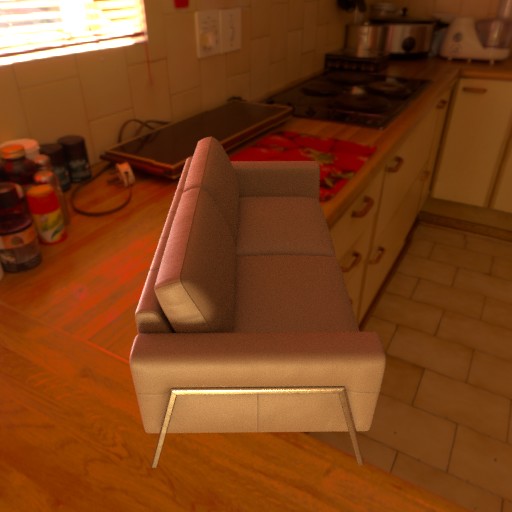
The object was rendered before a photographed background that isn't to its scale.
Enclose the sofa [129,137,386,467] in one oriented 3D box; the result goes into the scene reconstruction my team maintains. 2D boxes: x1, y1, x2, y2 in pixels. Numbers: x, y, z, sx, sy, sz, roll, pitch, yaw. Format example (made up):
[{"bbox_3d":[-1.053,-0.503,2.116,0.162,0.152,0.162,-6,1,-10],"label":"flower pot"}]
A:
[{"bbox_3d":[0.000,0.000,2.534,0.953,0.875,2.017,0,33,-1],"label":"sofa"}]
